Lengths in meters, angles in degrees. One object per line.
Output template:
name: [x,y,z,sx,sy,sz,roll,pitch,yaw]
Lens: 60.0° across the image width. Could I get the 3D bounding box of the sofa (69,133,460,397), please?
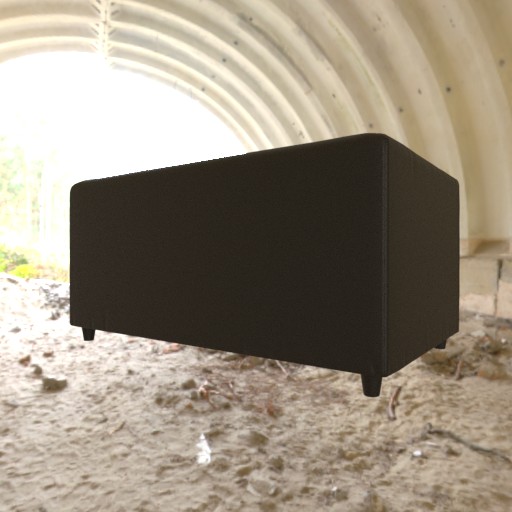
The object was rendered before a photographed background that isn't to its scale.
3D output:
sofa: [0.000,0.000,1.846,1.410,0.735,0.845,0,0,36]
